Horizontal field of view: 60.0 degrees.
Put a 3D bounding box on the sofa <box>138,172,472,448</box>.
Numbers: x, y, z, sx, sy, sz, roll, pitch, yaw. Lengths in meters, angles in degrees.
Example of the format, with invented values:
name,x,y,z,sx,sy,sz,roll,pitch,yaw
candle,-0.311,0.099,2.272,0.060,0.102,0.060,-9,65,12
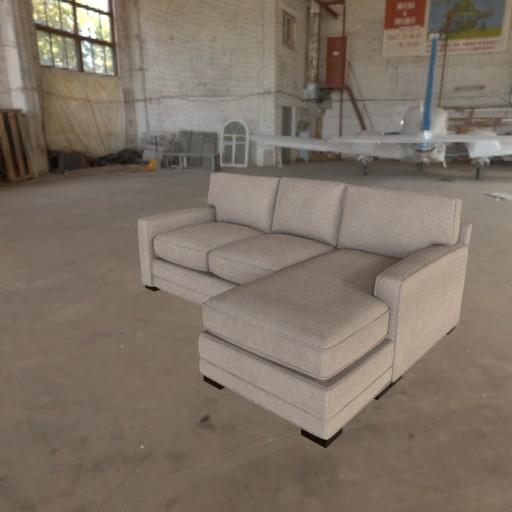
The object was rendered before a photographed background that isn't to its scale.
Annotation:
name,x,y,z,sx,sy,sz,roll,pitch,yaw
sofa,0.000,0.000,2.801,2.087,0.861,1.496,14,22,40
